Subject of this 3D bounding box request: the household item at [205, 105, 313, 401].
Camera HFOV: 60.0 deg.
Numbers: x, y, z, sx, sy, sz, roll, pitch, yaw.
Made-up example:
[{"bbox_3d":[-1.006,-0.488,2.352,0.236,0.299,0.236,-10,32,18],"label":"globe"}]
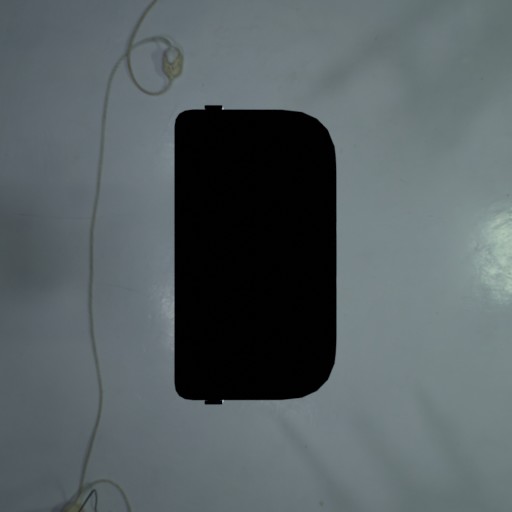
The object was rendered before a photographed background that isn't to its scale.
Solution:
[{"bbox_3d":[0.000,0.000,0.142,0.038,0.114,0.070,0,90,-1],"label":"household item"}]
